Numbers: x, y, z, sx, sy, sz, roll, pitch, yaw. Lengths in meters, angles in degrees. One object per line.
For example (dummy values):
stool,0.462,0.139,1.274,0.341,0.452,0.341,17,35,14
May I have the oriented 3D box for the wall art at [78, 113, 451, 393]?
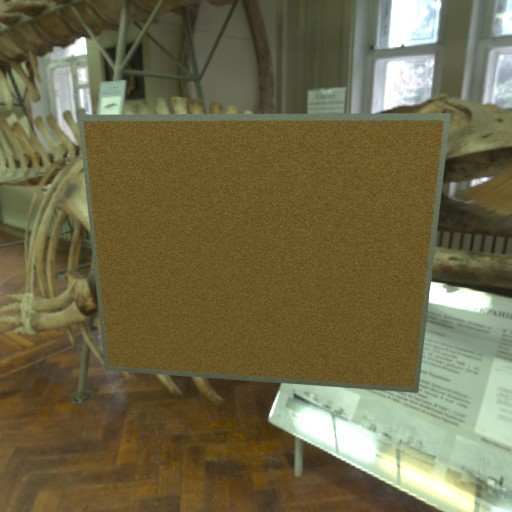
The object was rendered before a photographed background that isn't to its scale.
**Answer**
wall art,0.000,0.000,0.739,0.557,0.450,0.037,2,16,7
